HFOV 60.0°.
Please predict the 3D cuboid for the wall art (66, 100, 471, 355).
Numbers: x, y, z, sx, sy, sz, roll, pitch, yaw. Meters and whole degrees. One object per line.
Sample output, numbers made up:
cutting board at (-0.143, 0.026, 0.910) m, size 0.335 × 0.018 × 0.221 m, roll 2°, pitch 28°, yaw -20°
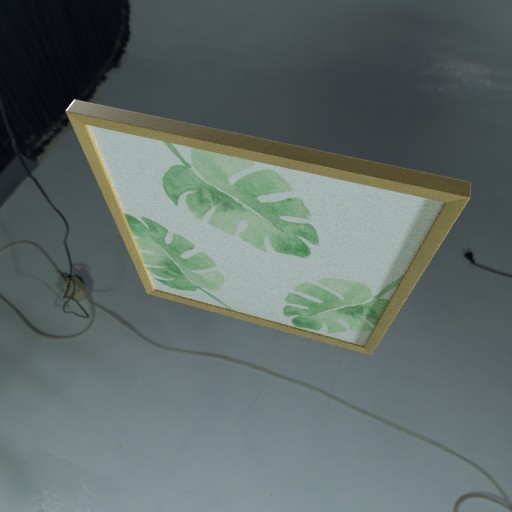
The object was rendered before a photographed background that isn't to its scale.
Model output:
wall art at (0.000, 0.000, 1.135) m, size 0.763 × 0.763 × 0.037 m, roll 14°, pitch 59°, yaw 9°
